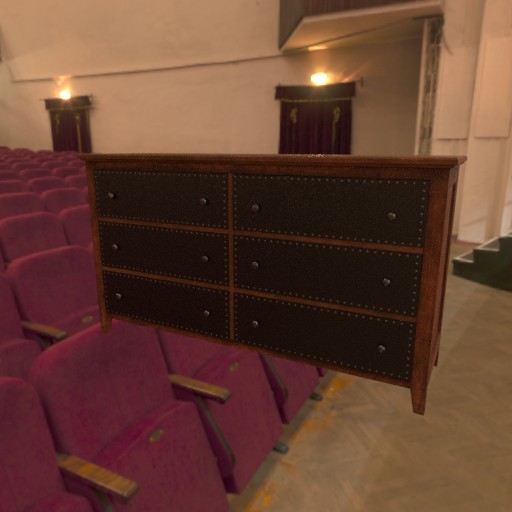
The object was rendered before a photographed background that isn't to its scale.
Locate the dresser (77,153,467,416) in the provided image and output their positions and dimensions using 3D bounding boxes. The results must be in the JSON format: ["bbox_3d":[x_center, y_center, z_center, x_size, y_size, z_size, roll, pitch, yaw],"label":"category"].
[{"bbox_3d":[0.000,0.000,1.916,1.551,0.856,0.463,7,16,27],"label":"dresser"}]
